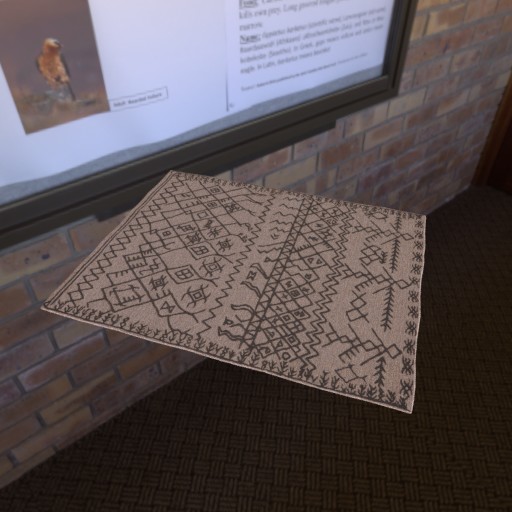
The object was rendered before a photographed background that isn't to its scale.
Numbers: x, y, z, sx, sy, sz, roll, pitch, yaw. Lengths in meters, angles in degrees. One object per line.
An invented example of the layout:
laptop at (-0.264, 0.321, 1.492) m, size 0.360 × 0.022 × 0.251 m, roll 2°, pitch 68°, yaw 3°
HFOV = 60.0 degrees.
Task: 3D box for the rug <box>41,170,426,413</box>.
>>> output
rug at (0.000, 0.000, 3.405) m, size 2.455 × 0.025 × 1.964 m, roll 12°, pitch 42°, yaw 14°
